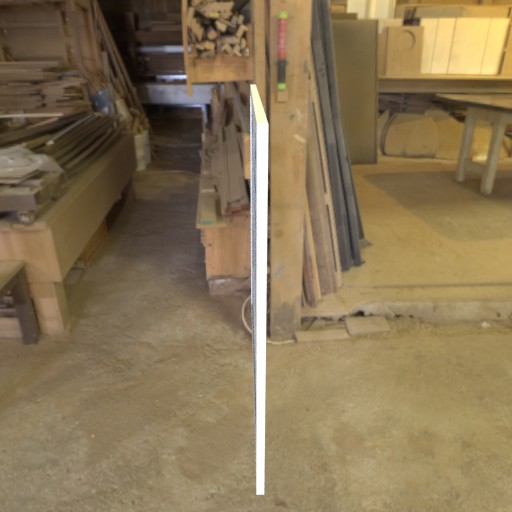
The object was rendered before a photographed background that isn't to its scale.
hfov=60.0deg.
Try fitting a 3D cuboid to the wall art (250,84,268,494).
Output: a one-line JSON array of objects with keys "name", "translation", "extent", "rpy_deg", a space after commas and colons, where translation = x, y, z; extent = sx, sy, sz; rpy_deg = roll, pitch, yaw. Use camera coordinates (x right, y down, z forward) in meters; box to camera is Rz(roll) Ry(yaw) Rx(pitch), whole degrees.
[{"name": "wall art", "translation": [0.000, 0.000, 0.823], "extent": [0.012, 0.557, 0.557], "rpy_deg": [-1, 25, -1]}]
